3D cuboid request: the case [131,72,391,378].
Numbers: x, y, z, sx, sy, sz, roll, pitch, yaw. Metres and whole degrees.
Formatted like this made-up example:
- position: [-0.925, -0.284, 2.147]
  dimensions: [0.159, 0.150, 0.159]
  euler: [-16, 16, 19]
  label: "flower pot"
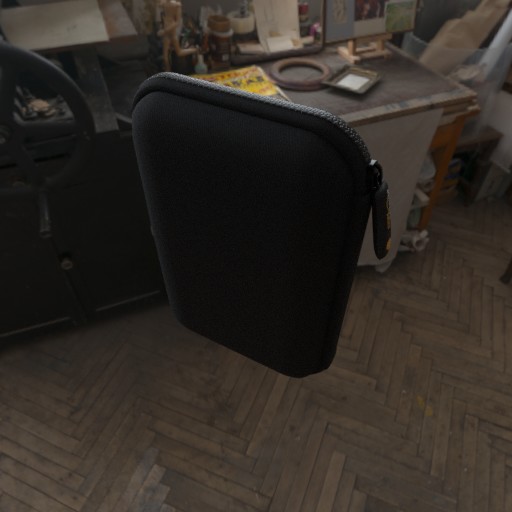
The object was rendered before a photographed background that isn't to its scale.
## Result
- position: [0.000, 0.000, 0.195]
  dimensions: [0.107, 0.147, 0.030]
  euler: [21, 49, 19]
  label: "case"
